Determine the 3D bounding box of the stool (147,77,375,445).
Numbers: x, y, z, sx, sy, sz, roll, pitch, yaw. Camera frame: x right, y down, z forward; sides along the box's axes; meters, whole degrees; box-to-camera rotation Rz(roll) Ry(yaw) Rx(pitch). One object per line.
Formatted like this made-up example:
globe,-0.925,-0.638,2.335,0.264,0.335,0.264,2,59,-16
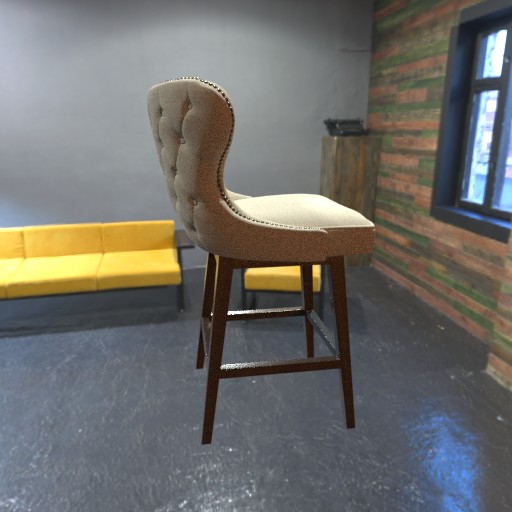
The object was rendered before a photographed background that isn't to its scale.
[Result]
stool,0.000,0.000,1.368,0.597,0.972,0.615,-3,16,-9
